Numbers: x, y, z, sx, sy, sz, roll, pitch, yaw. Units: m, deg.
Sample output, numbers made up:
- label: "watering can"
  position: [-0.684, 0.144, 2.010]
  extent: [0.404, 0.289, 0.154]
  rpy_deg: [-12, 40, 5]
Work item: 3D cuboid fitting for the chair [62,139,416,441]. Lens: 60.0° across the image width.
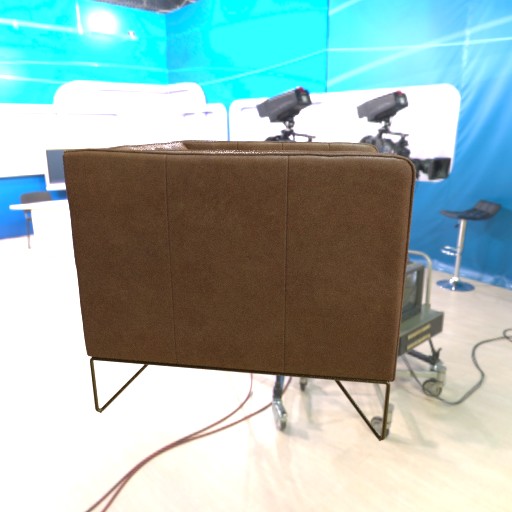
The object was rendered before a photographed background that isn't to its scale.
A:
- label: "chair"
  position: [0.000, 0.000, 1.617]
  extent: [0.912, 0.797, 0.920]
  rpy_deg: [2, 16, 8]
